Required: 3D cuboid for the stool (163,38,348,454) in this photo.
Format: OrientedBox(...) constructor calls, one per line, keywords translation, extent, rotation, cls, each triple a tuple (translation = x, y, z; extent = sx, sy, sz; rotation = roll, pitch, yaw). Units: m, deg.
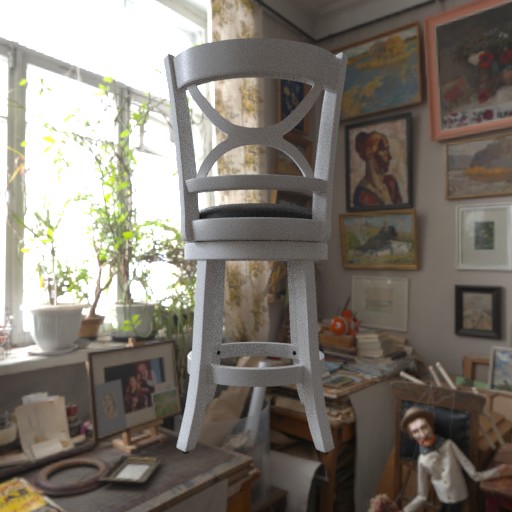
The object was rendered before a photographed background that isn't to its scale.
OrientedBox(translation=(0.000, 0.000, 1.200), extent=(0.444, 0.953, 0.508), rotation=(0, -1, 1), cls="stool")
